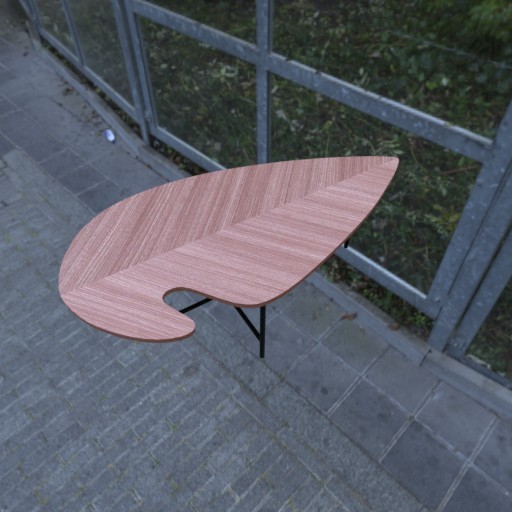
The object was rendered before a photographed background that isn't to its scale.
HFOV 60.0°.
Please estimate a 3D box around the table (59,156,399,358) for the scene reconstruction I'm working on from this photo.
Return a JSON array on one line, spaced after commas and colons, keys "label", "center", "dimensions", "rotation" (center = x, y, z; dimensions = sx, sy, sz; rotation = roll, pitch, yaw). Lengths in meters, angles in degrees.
[{"label": "table", "center": [0.000, 0.000, 1.504], "dimensions": [1.199, 0.360, 0.598], "rotation": [-24, 51, -21]}]
